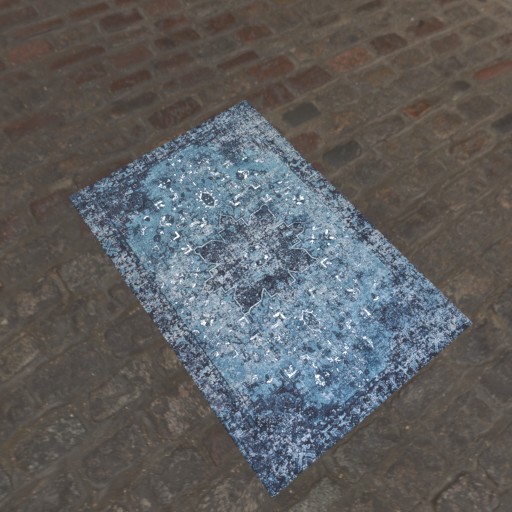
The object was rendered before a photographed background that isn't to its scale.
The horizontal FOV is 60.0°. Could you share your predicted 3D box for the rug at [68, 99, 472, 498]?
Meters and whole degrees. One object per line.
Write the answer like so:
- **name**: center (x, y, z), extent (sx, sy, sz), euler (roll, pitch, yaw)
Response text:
- **rug**: center (0.000, 0.000, 2.280), extent (1.219, 0.005, 1.828), euler (-34, 68, -16)
